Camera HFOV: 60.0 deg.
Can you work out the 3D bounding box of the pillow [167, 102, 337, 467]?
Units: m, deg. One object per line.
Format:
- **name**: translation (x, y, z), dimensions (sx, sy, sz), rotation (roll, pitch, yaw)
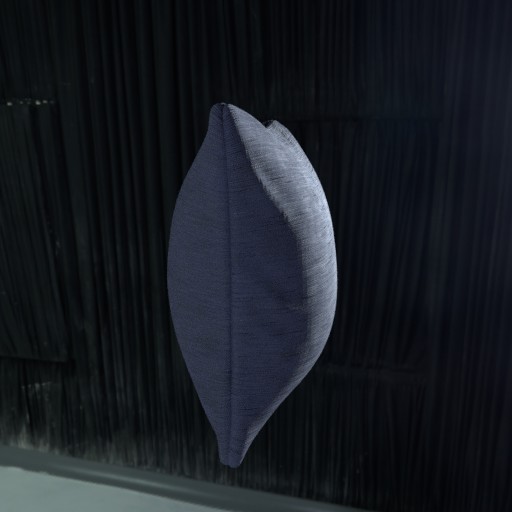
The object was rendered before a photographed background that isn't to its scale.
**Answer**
- **pillow**: translation (0.000, 0.000, 0.675), dimensions (0.246, 0.414, 0.432), rotation (2, 15, 9)
